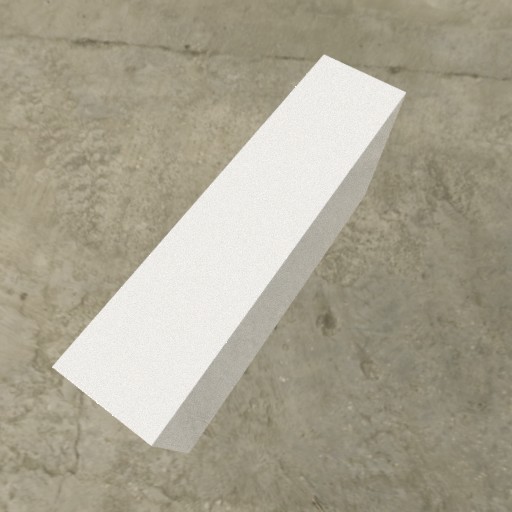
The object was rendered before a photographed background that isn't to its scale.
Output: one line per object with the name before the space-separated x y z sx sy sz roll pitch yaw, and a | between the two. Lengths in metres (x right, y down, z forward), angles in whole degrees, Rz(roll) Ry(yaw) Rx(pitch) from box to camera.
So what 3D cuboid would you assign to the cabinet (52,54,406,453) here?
cabinet | 0.000 0.000 1.974 0.400 0.800 1.650 32 69 14
